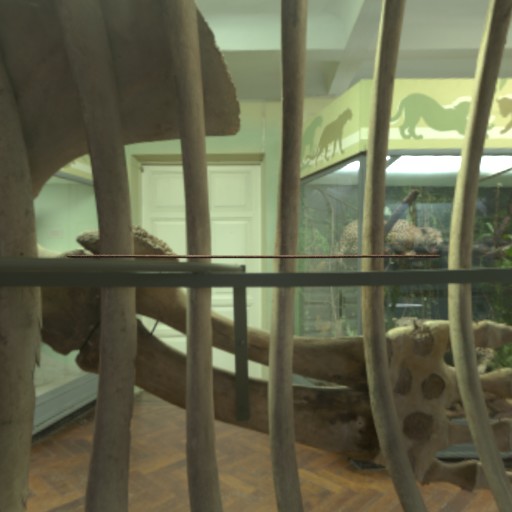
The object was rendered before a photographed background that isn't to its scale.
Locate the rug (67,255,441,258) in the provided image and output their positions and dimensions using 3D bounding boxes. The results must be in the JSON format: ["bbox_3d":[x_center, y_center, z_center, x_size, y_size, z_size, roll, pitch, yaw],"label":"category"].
[{"bbox_3d":[0.000,0.000,2.217,1.139,0.011,1.747,0,0,1],"label":"rug"}]
